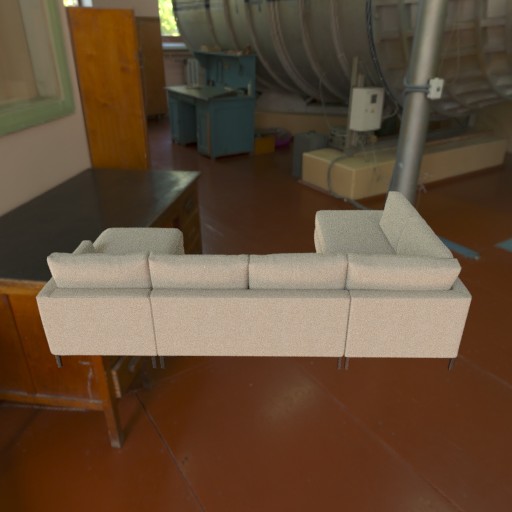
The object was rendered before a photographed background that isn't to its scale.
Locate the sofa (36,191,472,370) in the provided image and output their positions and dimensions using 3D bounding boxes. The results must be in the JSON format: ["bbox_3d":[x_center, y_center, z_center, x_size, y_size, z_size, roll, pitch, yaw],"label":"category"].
[{"bbox_3d":[0.000,0.000,3.901,2.984,0.862,1.989,0,27,1],"label":"sofa"}]
